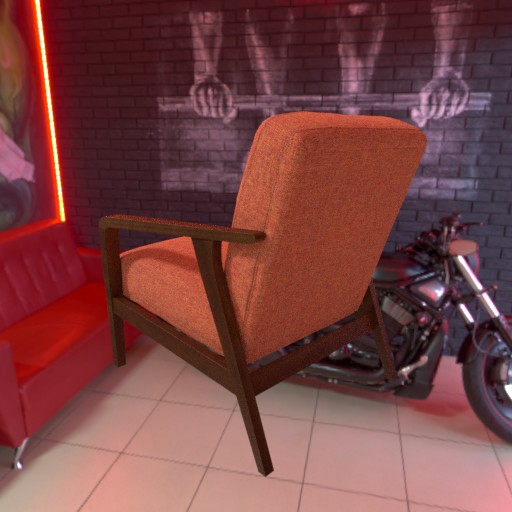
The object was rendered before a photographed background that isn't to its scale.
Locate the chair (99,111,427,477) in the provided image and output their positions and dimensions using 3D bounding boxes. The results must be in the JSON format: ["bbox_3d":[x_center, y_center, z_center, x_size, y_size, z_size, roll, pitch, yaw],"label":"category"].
[{"bbox_3d":[0.000,0.000,1.484,0.719,0.890,0.860,-15,21,-43],"label":"chair"}]
